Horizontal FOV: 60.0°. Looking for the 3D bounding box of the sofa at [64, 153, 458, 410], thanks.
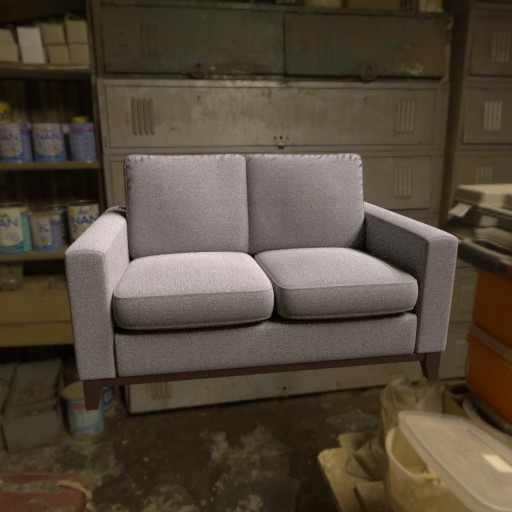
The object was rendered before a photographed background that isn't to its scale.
[{"bbox_3d":[0.000,0.000,1.993,1.420,0.873,0.917,-2,15,-9],"label":"sofa"}]
